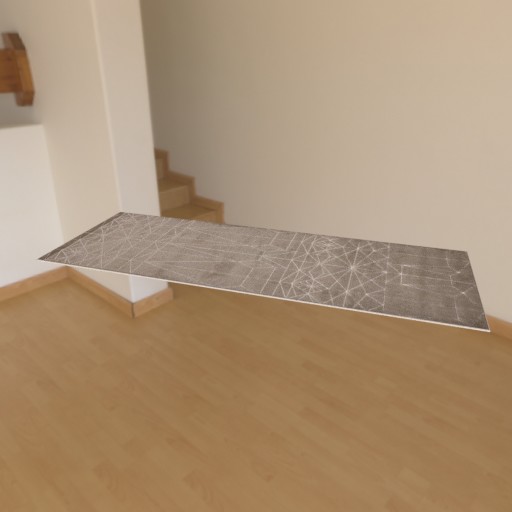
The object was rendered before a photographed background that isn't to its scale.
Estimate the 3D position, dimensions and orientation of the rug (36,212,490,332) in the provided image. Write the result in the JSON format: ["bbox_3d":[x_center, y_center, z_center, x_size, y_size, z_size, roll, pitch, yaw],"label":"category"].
[{"bbox_3d":[0.000,0.000,2.608,2.388,0.012,0.864,8,26,16],"label":"rug"}]
